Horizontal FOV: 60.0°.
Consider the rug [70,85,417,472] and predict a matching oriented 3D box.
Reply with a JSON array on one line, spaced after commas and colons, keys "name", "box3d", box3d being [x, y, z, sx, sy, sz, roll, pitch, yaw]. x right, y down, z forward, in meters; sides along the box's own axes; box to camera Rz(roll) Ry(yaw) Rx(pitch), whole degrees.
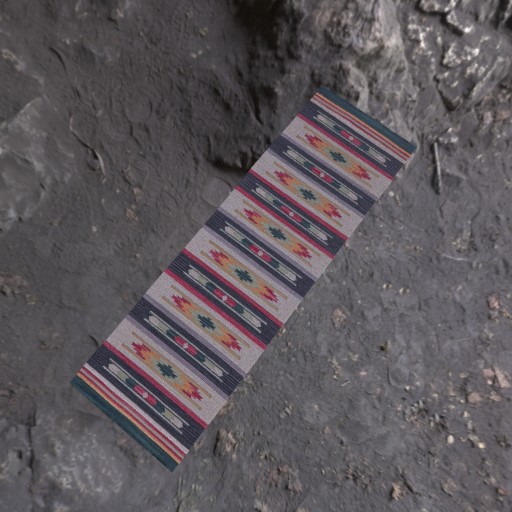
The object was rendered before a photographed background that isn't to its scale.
[{"name": "rug", "box3d": [0.000, 0.000, 2.676, 0.760, 0.009, 2.440, 37, 78, 9]}]
